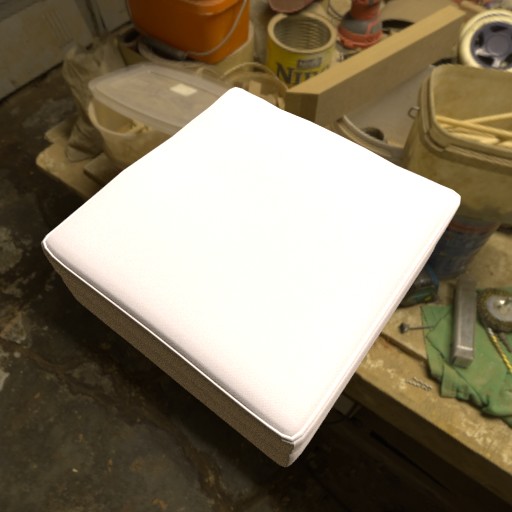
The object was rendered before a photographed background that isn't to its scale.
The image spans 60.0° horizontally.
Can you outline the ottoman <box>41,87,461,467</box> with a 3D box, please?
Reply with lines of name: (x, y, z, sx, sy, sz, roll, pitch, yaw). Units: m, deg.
ottoman: (0.000, 0.000, 1.340, 0.838, 0.479, 0.838, 32, 62, 20)
